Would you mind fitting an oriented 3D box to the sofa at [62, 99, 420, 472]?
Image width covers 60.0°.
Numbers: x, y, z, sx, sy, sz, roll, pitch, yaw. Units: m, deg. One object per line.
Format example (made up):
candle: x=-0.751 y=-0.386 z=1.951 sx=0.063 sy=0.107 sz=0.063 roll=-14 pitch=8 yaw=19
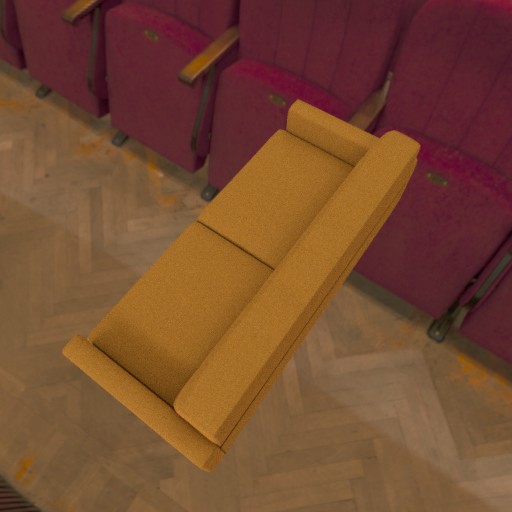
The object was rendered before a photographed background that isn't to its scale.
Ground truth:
sofa: x=0.000 y=0.000 z=2.479 sx=0.909 sy=0.841 sz=2.029 roll=32 pitch=67 yaw=16
